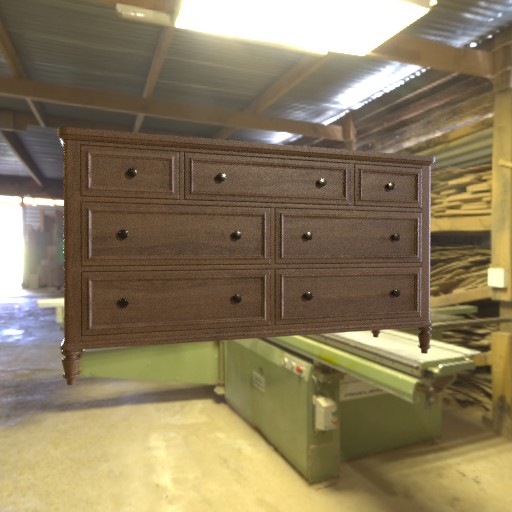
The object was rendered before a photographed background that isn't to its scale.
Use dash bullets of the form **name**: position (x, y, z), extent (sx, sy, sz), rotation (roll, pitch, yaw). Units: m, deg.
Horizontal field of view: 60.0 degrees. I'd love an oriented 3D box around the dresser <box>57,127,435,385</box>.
- **dresser**: position (0.000, 0.000, 1.978), extent (1.583, 0.892, 0.468), rotation (0, 1, -18)
